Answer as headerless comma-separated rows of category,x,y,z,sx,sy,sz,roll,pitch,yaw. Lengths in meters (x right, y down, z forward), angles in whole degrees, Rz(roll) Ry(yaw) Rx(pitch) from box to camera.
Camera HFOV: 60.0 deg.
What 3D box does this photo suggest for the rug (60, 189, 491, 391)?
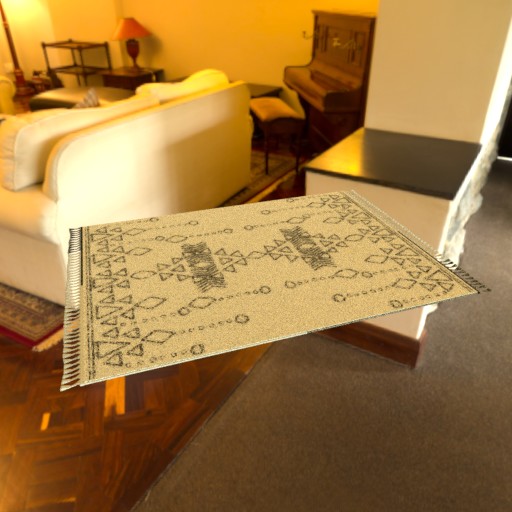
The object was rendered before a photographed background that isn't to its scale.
rug,0.000,0.000,2.869,2.312,0.013,1.600,-10,32,-16
